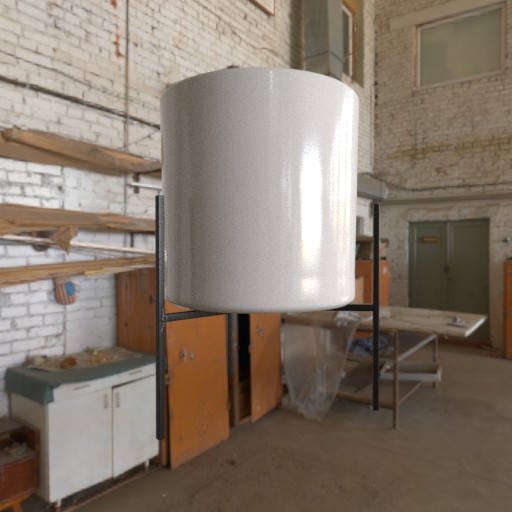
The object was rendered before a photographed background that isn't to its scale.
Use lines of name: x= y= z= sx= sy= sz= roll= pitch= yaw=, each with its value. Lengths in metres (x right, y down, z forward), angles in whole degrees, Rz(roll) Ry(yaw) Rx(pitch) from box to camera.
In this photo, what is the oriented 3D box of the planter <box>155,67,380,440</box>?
planter: x=0.000 y=0.000 z=0.652 sx=0.307 sy=0.431 sz=0.308 roll=0 pitch=1 yaw=-19
